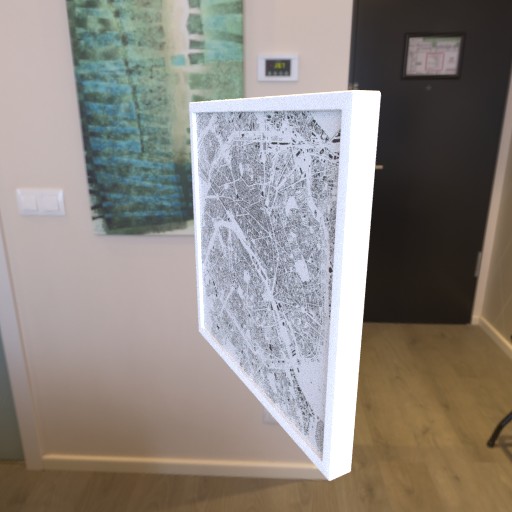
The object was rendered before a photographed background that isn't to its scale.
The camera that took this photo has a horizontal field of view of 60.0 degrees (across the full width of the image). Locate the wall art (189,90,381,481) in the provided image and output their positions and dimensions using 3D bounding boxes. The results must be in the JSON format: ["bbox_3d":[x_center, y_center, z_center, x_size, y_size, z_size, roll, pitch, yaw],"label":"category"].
[{"bbox_3d":[0.000,0.000,0.759,0.038,0.508,0.508,-9,20,-26],"label":"wall art"}]
